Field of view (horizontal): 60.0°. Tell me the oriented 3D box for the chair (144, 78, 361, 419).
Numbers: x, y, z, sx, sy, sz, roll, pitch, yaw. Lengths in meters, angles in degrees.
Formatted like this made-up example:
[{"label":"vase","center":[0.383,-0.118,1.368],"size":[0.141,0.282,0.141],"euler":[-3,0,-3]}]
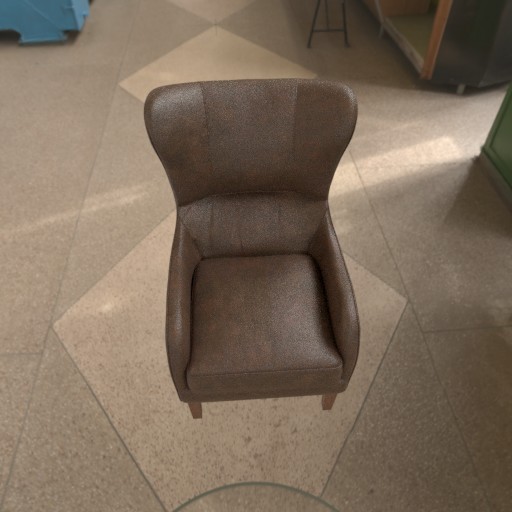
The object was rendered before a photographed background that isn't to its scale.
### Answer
[{"label":"chair","center":[0.000,0.000,1.649],"size":[0.692,1.048,0.914],"euler":[-3,47,-3]}]
